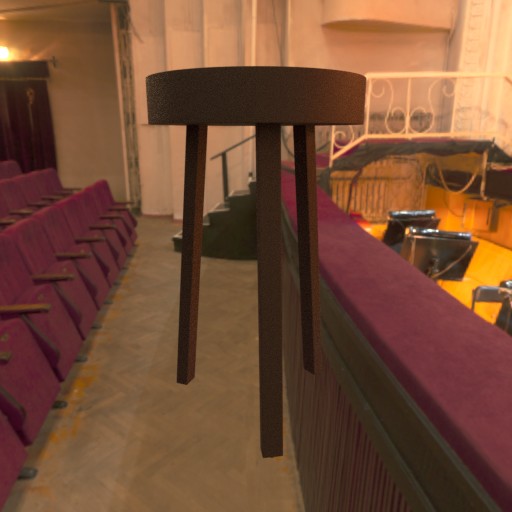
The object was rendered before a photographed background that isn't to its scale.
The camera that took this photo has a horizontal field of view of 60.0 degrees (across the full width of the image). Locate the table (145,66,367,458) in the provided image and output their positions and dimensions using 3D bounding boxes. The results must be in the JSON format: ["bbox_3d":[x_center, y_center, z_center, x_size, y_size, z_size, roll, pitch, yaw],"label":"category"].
[{"bbox_3d":[0.000,0.000,0.930,0.406,0.686,0.406,-2,16,-8],"label":"table"}]
